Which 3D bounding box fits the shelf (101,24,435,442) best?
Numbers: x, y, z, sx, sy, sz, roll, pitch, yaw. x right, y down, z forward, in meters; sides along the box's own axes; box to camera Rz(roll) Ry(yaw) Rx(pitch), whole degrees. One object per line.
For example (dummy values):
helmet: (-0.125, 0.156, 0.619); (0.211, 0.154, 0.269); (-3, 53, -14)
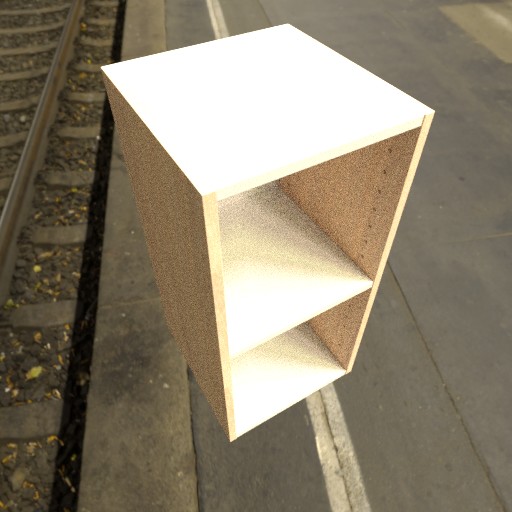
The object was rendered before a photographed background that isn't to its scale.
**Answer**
shelf: (0.000, 0.000, 0.748); (0.290, 0.594, 0.297); (-23, 52, -20)
